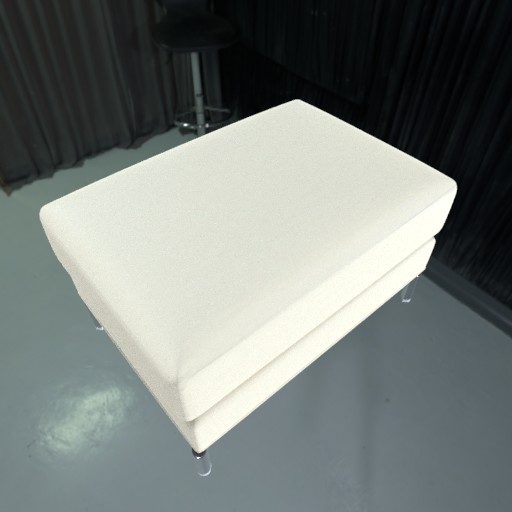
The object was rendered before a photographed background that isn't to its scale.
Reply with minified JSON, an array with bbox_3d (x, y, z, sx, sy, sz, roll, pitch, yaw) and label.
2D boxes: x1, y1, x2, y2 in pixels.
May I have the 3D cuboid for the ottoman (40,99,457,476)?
[{"bbox_3d":[0.000,0.000,1.179,0.835,0.497,0.581,-32,54,-27],"label":"ottoman"}]
